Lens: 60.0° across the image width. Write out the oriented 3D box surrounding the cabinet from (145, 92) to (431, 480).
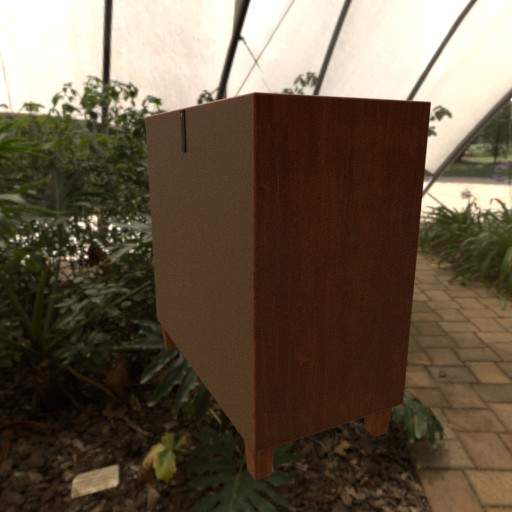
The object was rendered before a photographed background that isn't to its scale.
[{"bbox_3d":[0.000,0.000,1.258,0.412,0.785,0.796,-7,16,-25],"label":"cabinet"}]
